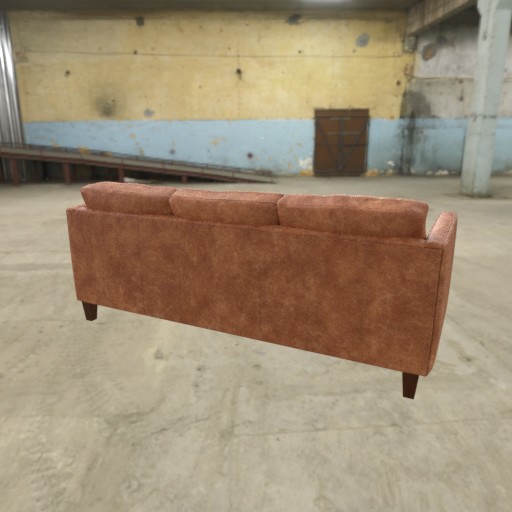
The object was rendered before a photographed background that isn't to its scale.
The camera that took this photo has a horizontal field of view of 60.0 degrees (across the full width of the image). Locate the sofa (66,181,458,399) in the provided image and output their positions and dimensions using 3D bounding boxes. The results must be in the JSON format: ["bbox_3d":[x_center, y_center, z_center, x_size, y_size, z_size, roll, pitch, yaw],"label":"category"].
[{"bbox_3d":[0.000,0.000,3.058,2.464,1.006,1.045,7,17,26],"label":"sofa"}]
